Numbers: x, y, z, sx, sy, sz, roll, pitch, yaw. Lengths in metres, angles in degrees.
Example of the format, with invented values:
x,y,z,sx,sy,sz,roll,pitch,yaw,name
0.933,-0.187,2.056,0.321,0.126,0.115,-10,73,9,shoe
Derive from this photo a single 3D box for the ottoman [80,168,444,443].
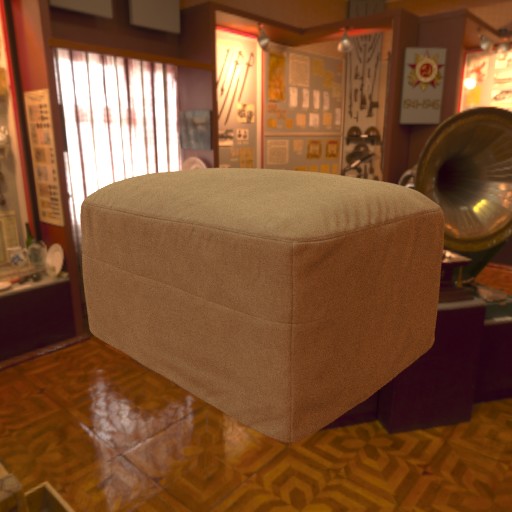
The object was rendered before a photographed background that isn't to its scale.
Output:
x,y,z,sx,sy,sz,roll,pitch,yaw,name
0.000,0.000,1.251,0.837,0.481,0.683,13,20,42,ottoman
